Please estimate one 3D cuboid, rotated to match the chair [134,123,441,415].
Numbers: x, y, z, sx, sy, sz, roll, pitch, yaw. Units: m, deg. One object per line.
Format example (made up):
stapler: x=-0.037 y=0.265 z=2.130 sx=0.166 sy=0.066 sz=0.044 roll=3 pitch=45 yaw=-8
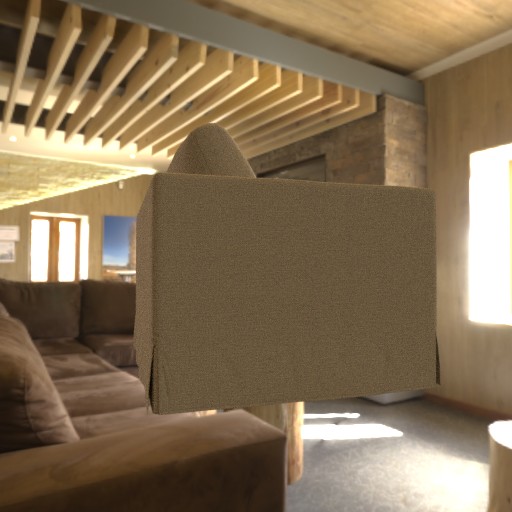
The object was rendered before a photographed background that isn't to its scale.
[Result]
chair: x=0.000 y=0.000 z=1.862 sx=0.957 sy=0.878 sz=1.150 roll=0 pitch=-1 yaw=-17
